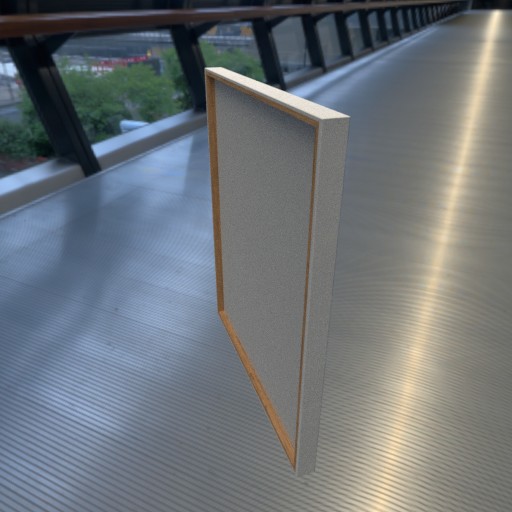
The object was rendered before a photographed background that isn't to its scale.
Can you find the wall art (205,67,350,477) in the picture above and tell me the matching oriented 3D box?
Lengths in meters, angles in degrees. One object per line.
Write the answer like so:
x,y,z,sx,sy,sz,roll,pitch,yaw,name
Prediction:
0.000,0.000,0.834,0.037,0.606,0.508,-10,31,-18,wall art
